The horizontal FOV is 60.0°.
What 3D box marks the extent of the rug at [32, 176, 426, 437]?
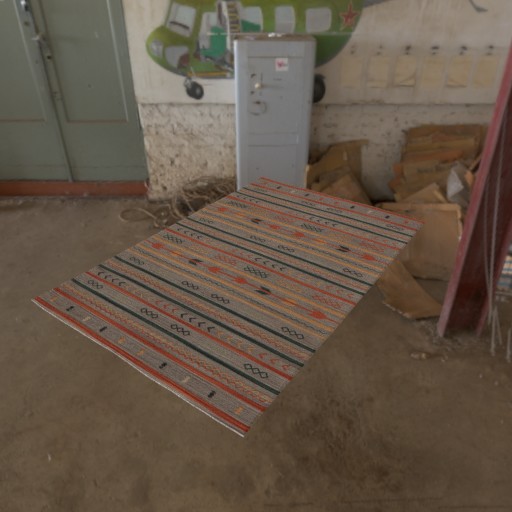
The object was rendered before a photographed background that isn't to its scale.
[{"bbox_3d":[0.000,0.000,2.354,1.220,0.017,1.835,21,38,30],"label":"rug"}]
